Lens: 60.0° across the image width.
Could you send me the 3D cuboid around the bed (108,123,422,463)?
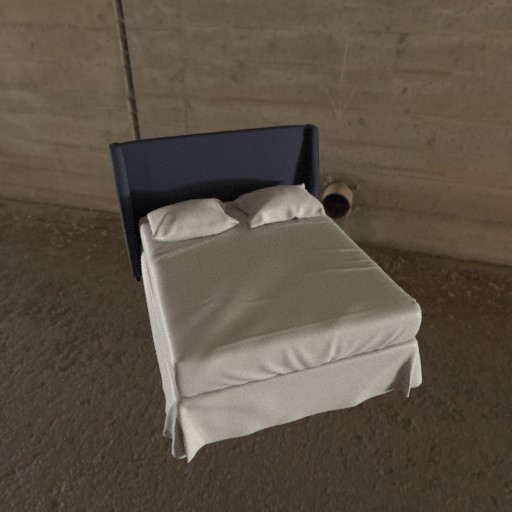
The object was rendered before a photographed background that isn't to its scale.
[{"bbox_3d":[0.000,0.000,3.468,1.925,1.332,2.276,-10,34,-15],"label":"bed"}]
